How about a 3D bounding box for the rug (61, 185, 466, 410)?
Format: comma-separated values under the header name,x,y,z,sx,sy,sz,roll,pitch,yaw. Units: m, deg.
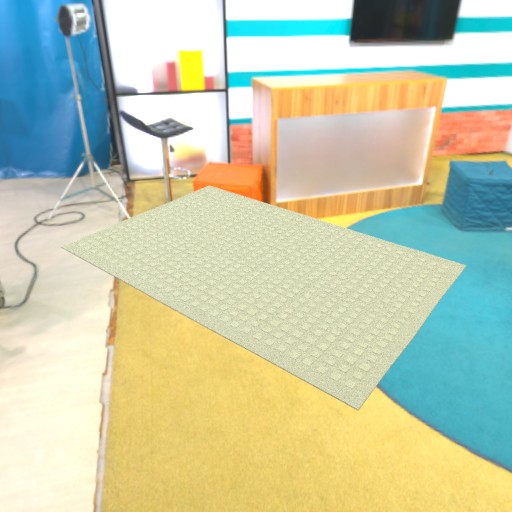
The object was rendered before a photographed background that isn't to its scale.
name,x,y,z,sx,sy,sz,roll,pitch,yaw
rug,0.000,0.000,2.271,1.747,0.006,1.143,22,36,33
